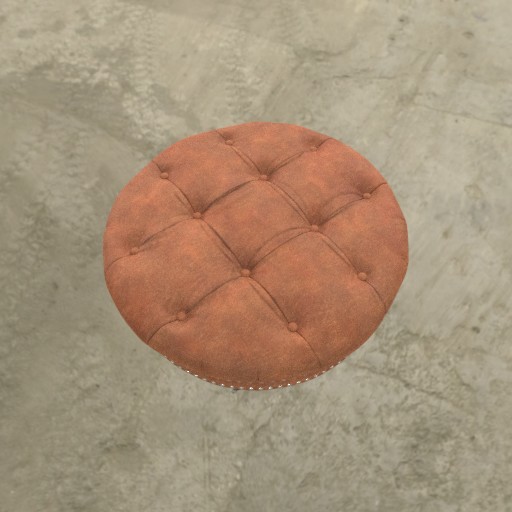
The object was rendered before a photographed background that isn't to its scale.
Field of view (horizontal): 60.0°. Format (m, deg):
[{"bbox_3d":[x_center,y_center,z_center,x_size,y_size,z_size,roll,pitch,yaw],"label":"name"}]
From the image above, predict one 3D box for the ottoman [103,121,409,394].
[{"bbox_3d":[0.000,0.000,1.443,0.901,0.444,0.901,0,58,0],"label":"ottoman"}]
